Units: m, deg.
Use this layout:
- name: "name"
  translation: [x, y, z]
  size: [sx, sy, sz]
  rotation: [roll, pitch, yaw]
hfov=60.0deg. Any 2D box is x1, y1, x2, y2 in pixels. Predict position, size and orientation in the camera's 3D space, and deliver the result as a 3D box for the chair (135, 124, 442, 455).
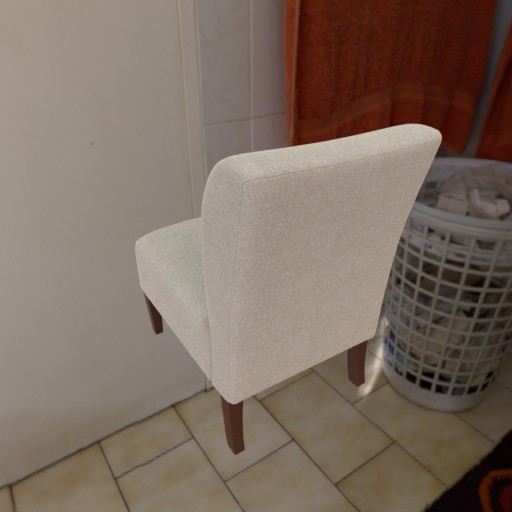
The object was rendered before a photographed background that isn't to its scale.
- name: "chair"
  translation: [0.000, 0.000, 1.315]
  size: [0.521, 0.833, 0.754]
  rotation: [-17, 34, -28]
